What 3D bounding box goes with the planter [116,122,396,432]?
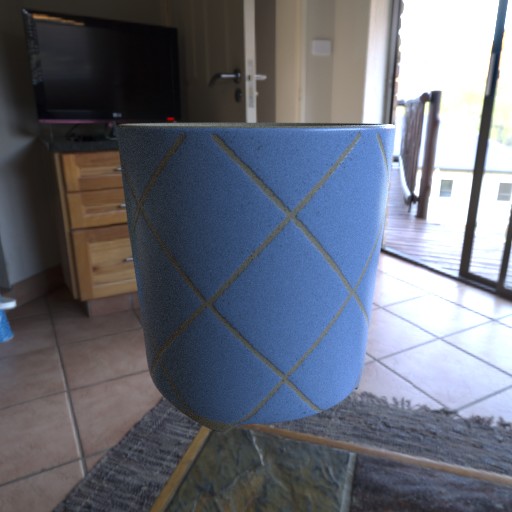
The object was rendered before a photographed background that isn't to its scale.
[{"bbox_3d":[0.000,0.000,0.411,0.227,0.235,0.227,0,17,0],"label":"planter"}]
